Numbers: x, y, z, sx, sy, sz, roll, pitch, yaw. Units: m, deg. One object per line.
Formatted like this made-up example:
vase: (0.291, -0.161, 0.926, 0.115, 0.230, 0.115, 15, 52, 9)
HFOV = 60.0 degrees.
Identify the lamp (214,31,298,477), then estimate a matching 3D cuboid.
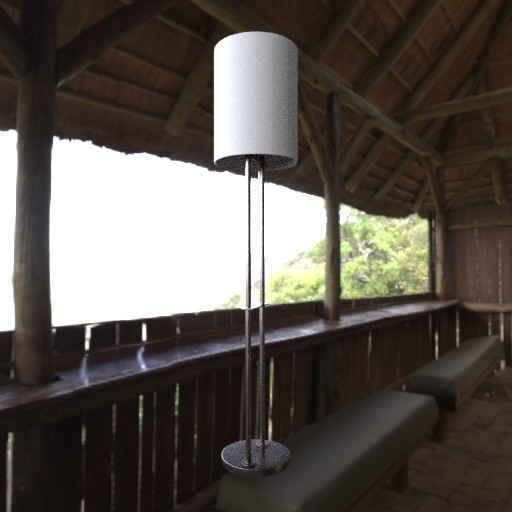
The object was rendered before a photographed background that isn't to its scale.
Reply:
lamp: (0.000, 0.000, 1.630, 0.305, 1.500, 0.306, 0, 0, 18)
